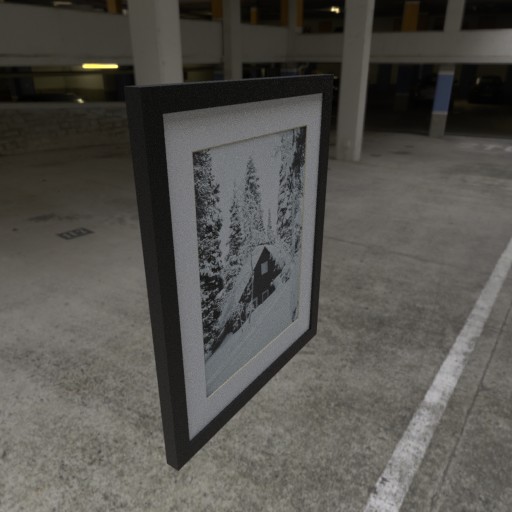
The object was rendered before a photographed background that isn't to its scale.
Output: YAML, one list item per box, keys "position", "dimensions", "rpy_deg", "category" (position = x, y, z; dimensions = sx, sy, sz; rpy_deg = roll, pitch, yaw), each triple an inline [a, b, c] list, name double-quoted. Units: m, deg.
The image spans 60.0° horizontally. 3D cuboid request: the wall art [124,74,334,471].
- position: [0.000, 0.000, 0.534]
  dimensions: [0.018, 0.397, 0.325]
  rpy_deg: [16, 29, 31]
  category: "wall art"
